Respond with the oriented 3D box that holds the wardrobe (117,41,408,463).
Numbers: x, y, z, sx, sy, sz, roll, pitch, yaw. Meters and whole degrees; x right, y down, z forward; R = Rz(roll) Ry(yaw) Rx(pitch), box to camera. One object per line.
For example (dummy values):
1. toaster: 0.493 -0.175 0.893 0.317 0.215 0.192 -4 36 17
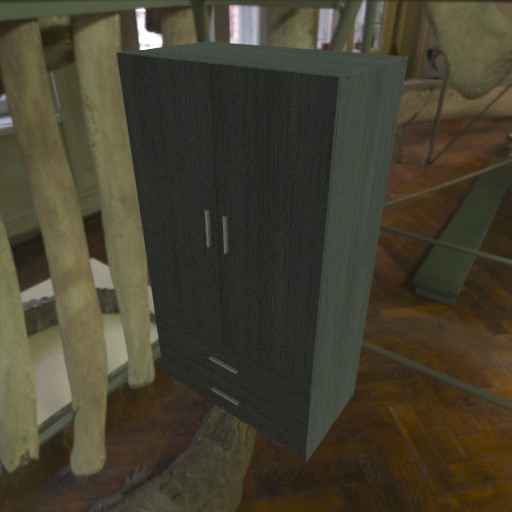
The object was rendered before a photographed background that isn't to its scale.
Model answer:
1. wardrobe: 0.000 0.000 2.174 0.991 1.808 0.577 20 36 30
